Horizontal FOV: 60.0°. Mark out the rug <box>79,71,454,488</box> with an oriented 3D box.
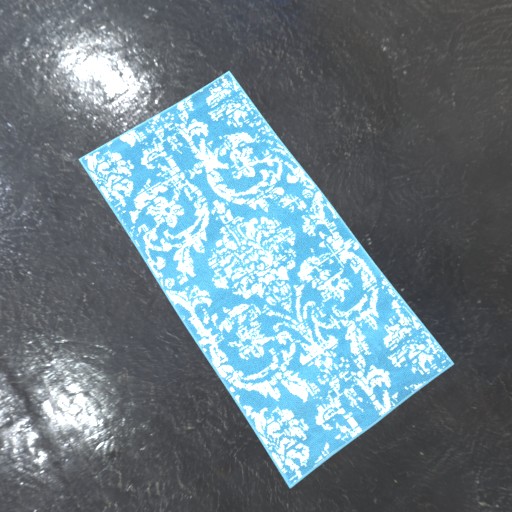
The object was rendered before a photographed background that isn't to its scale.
[{"bbox_3d":[0.000,0.000,1.402,0.604,0.007,1.219,-34,79,-8],"label":"rug"}]
